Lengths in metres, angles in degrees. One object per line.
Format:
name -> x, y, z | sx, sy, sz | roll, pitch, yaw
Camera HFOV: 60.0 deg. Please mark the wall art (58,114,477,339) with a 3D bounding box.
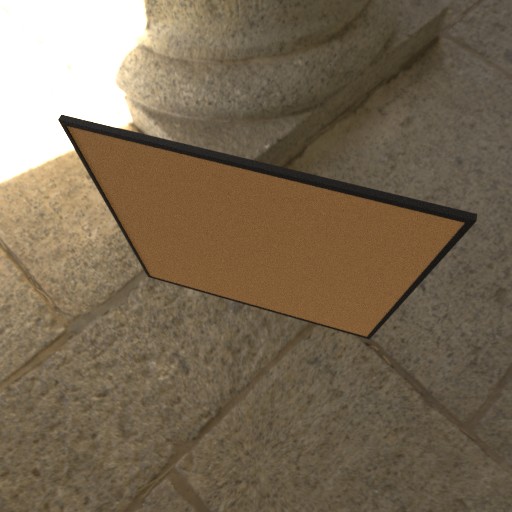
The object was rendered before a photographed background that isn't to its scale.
wall art -> 0.000, 0.000, 0.978 | 0.664, 0.663, 0.015 | 15, 66, 7
